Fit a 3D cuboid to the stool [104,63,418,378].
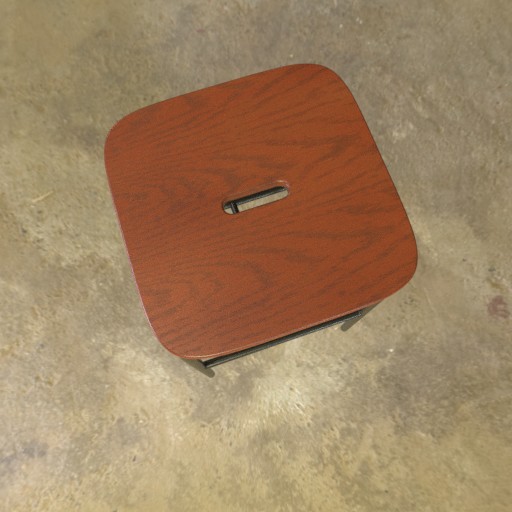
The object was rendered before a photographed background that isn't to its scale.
[{"bbox_3d":[0.000,0.000,0.874,0.376,0.610,0.376,-18,76,-5],"label":"stool"}]
